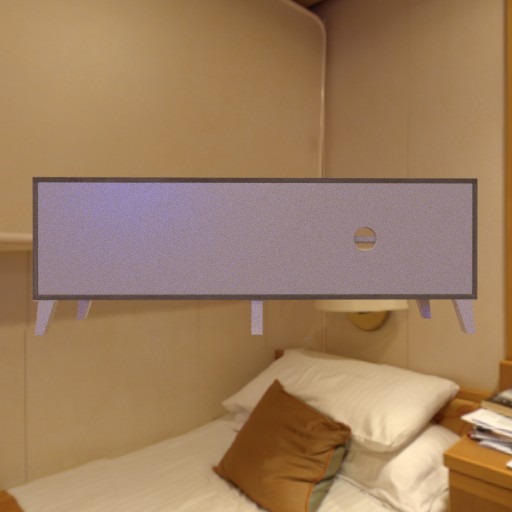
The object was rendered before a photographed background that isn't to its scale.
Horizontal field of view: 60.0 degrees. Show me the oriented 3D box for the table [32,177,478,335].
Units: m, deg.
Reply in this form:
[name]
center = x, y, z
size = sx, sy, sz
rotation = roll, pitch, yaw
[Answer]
[table]
center = 0.000, 0.000, 1.694
size = 1.500, 0.530, 0.400
rotation = 0, 0, -1
